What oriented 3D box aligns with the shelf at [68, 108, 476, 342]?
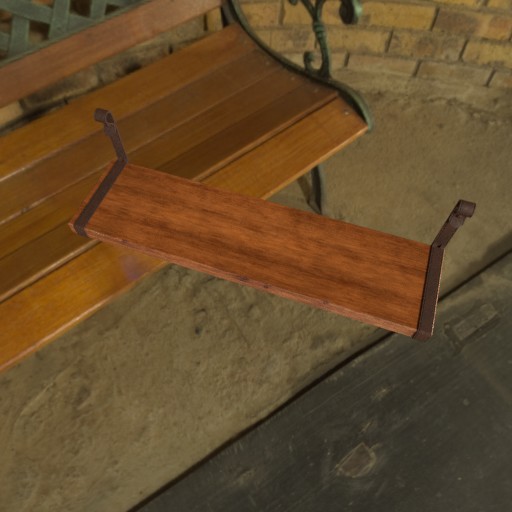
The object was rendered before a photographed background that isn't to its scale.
[{"bbox_3d":[0.000,0.000,0.702,0.567,0.330,0.146,16,60,10],"label":"shelf"}]
